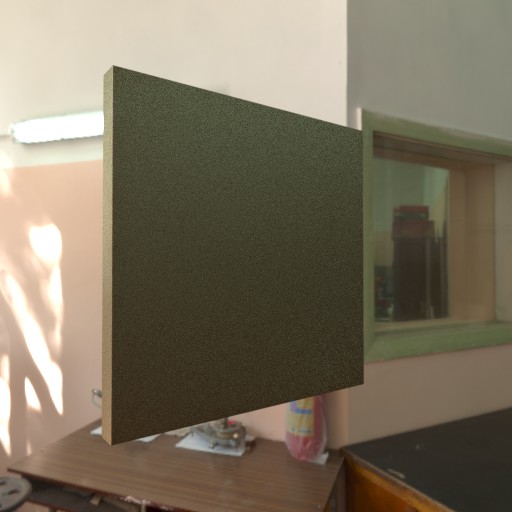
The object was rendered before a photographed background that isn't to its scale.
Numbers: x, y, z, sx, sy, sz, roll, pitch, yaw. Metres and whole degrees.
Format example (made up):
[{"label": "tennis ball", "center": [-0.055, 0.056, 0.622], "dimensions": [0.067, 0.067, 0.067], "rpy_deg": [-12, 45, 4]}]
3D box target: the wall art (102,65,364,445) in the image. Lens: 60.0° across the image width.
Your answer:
[{"label": "wall art", "center": [0.000, 0.000, 0.753], "dimensions": [0.503, 0.506, 0.040], "rpy_deg": [1, -1, -36]}]
